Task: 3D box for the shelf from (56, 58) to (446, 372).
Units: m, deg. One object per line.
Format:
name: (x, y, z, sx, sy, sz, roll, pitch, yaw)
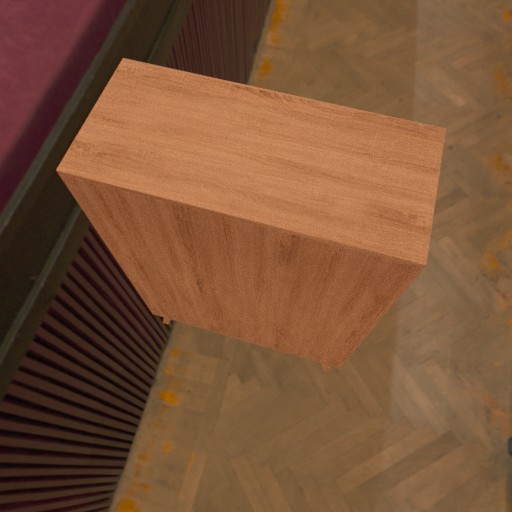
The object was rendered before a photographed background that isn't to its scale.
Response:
shelf: (0.000, 0.000, 1.861, 1.000, 1.390, 0.450, 15, 65, 7)
